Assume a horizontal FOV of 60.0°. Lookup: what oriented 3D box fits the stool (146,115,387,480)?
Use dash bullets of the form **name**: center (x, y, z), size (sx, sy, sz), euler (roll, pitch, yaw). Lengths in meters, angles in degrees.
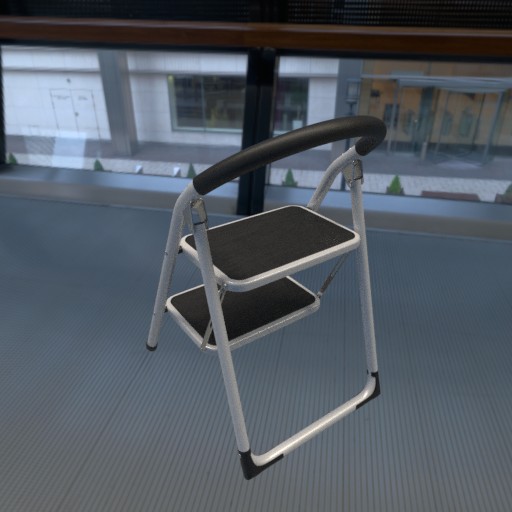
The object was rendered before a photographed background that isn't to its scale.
- **stool**: center (0.000, 0.000, 1.105), size (0.453, 0.760, 0.559), euler (-19, 35, -30)
